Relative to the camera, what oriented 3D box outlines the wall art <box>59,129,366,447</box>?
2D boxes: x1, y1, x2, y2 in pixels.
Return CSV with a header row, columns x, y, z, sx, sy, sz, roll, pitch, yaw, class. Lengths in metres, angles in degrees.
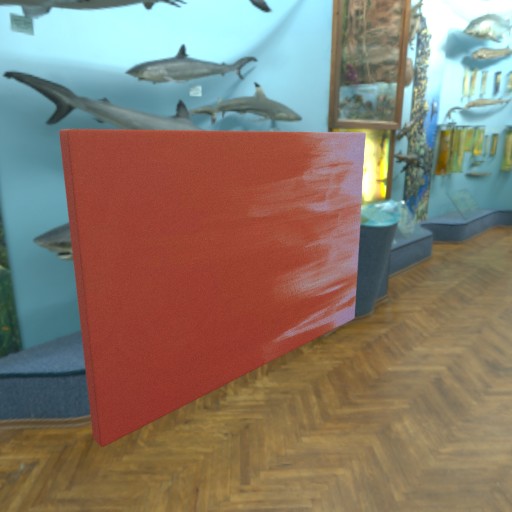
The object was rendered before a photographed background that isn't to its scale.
x,y,z,sx,sy,sz,roll,pitch,yaw,class
0.000,0.000,1.126,0.040,0.609,0.913,14,21,43,wall art
